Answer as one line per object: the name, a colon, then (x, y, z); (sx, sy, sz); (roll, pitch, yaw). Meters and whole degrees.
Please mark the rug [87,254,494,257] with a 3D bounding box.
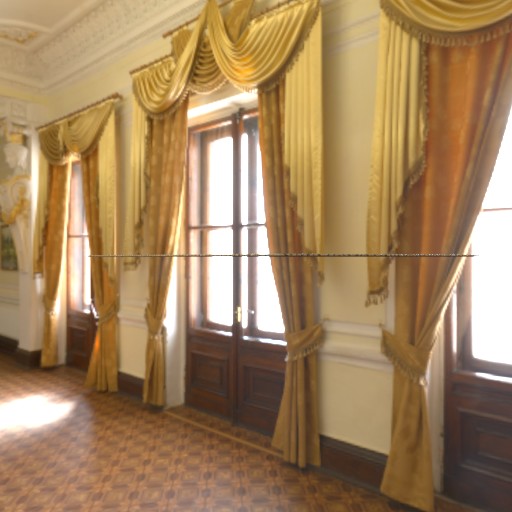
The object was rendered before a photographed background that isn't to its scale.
rug: (0.000, 0.000, 2.165); (1.144, 0.008, 1.752); (0, 0, -36)
